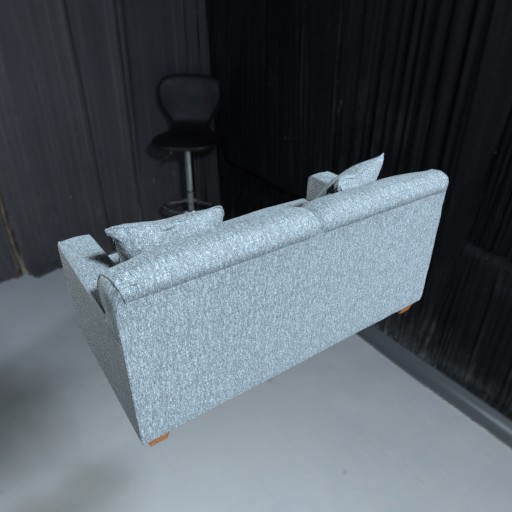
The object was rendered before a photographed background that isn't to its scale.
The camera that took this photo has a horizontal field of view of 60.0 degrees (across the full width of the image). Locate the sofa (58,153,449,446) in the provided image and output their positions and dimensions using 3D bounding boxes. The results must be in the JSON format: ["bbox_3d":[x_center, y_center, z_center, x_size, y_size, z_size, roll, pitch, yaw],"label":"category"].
[{"bbox_3d":[0.000,0.000,2.448,1.846,0.958,0.998,-19,36,-29],"label":"sofa"}]
